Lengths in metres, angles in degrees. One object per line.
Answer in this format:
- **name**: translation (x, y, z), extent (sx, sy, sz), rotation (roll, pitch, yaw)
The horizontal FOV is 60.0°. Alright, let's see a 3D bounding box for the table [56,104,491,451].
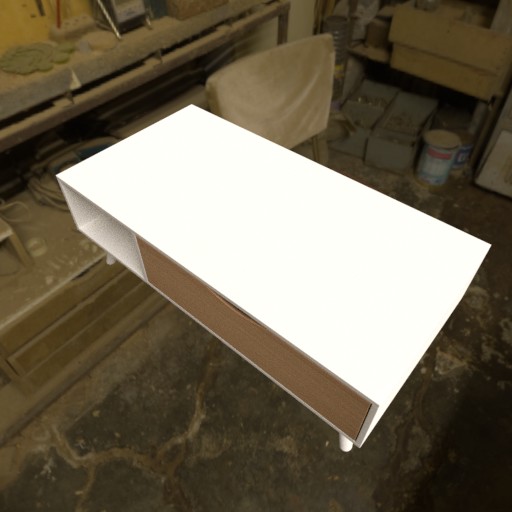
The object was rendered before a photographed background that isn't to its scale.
- **table**: translation (0.000, 0.000, 1.491), extent (1.194, 0.432, 0.609), rotation (32, 55, 26)
